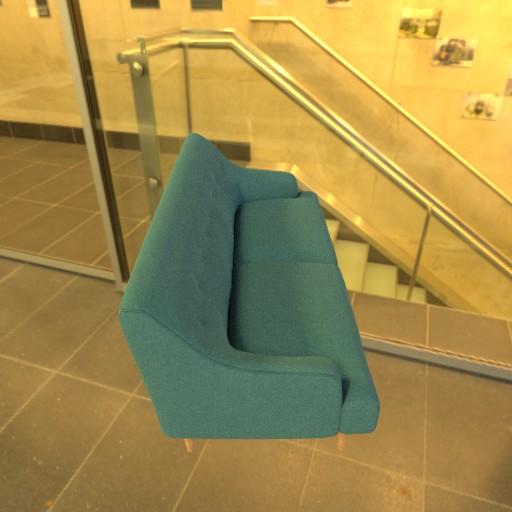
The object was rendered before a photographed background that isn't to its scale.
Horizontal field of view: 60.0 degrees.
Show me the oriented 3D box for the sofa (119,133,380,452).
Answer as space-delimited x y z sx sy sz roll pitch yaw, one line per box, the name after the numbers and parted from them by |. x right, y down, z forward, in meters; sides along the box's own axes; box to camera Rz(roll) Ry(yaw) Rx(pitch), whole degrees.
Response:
0.000 0.000 2.544 0.978 0.871 2.057 0 32 -1 | sofa
